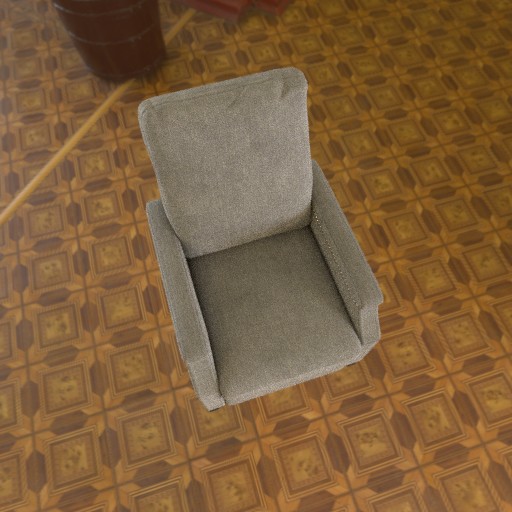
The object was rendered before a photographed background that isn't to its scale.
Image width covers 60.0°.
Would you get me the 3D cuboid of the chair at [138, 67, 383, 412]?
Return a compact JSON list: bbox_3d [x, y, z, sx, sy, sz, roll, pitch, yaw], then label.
[{"bbox_3d":[0.000,0.000,1.692,0.710,1.049,0.922,-16,64,-8],"label":"chair"}]
